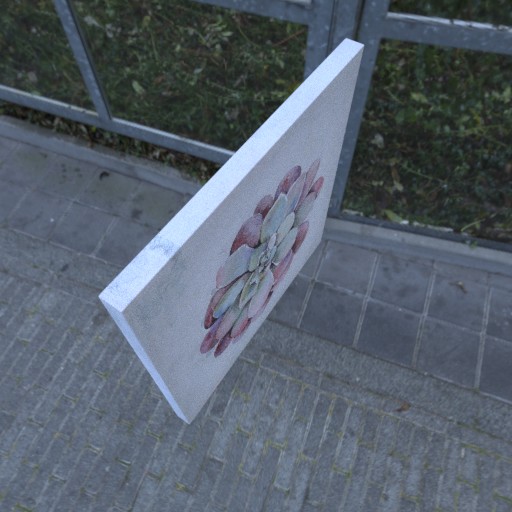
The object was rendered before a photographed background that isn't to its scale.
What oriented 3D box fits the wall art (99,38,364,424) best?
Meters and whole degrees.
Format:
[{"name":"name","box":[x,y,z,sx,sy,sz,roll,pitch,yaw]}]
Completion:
[{"name":"wall art","box":[0.000,0.000,0.891,0.044,0.605,0.605,30,63,17]}]
